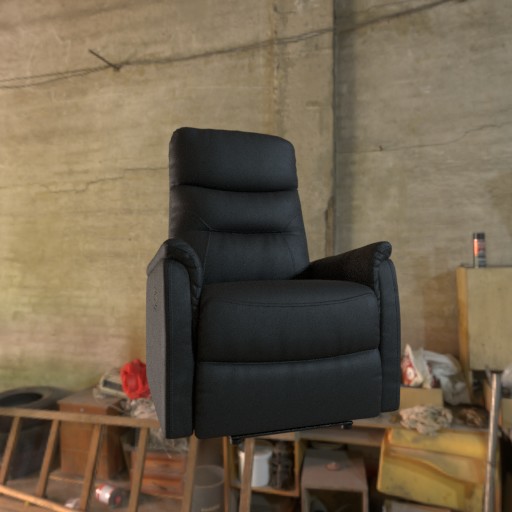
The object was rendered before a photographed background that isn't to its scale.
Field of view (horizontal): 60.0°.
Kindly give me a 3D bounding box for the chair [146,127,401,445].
[{"bbox_3d":[0.000,0.000,1.669,0.775,1.082,0.831,0,0,-18],"label":"chair"}]
